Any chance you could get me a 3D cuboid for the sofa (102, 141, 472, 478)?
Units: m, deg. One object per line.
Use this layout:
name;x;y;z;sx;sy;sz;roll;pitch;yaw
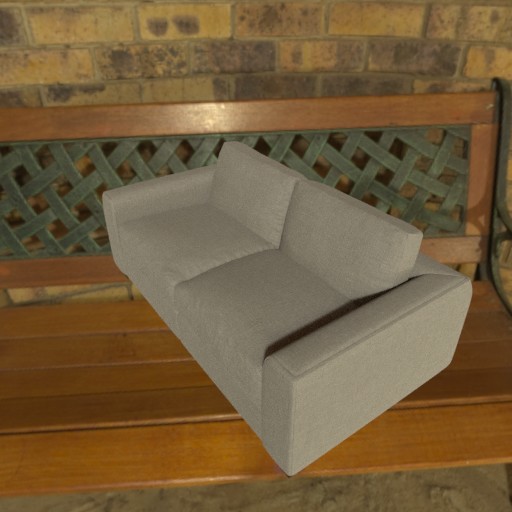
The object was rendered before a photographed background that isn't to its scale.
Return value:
sofa;0.000;0.000;2.438;1.069;0.800;1.920;-21;38;-29
